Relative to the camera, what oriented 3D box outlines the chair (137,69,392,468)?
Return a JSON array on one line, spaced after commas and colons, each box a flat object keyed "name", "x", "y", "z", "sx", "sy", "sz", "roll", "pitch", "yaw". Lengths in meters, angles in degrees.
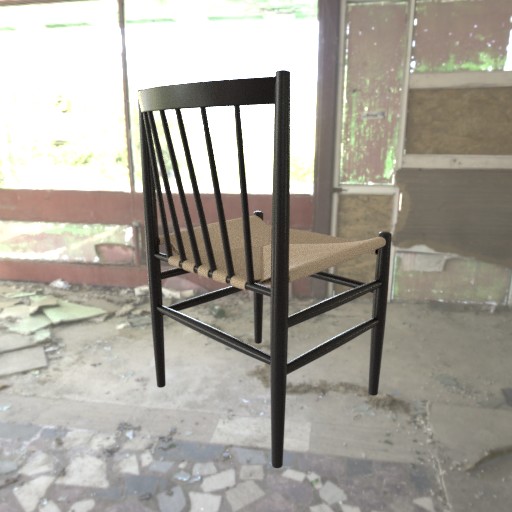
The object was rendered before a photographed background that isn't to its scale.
[{"name": "chair", "x": 0.000, "y": 0.000, "z": 1.145, "sx": 0.516, "sy": 0.818, "sz": 0.495, "roll": -14, "pitch": 21, "yaw": -43}]
